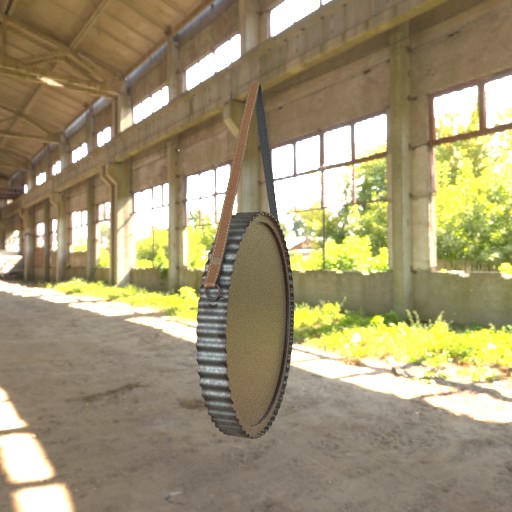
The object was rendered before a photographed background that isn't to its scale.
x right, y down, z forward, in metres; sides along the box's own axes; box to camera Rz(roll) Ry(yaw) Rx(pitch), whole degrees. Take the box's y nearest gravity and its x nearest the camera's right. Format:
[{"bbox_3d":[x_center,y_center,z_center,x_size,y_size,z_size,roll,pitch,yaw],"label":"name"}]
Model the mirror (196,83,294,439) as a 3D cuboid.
[{"bbox_3d":[0.000,0.000,0.726,0.042,0.568,0.355,0,-1,19],"label":"mirror"}]
